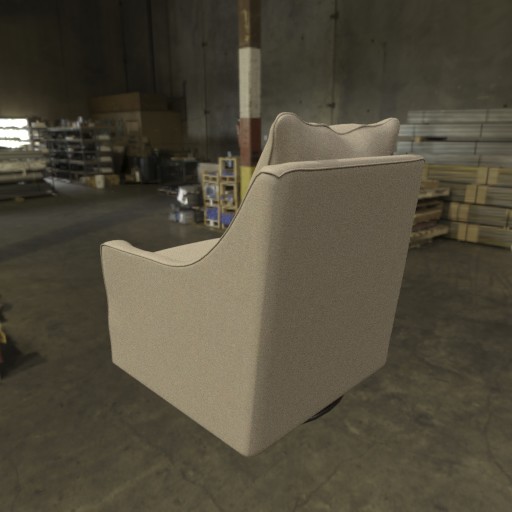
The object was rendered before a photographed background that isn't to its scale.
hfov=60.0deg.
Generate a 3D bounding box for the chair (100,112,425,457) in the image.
[{"bbox_3d":[0.000,0.000,1.589,0.876,0.942,0.760,15,21,43],"label":"chair"}]
